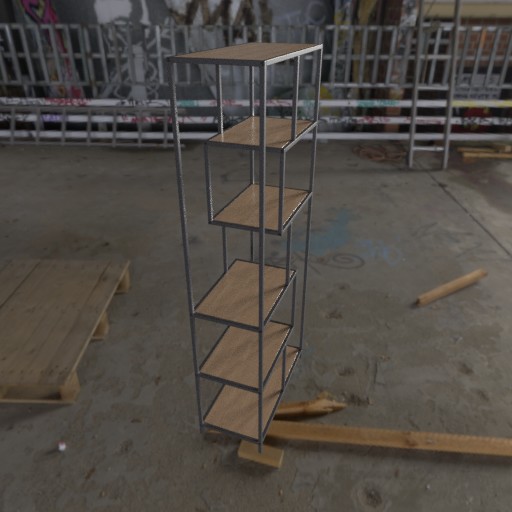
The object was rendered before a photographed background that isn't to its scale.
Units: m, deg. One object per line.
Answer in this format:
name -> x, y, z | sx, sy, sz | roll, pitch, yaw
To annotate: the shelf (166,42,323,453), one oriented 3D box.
shelf -> 0.000, 0.000, 2.186 | 0.350, 1.850, 0.770 | 11, 31, 18
